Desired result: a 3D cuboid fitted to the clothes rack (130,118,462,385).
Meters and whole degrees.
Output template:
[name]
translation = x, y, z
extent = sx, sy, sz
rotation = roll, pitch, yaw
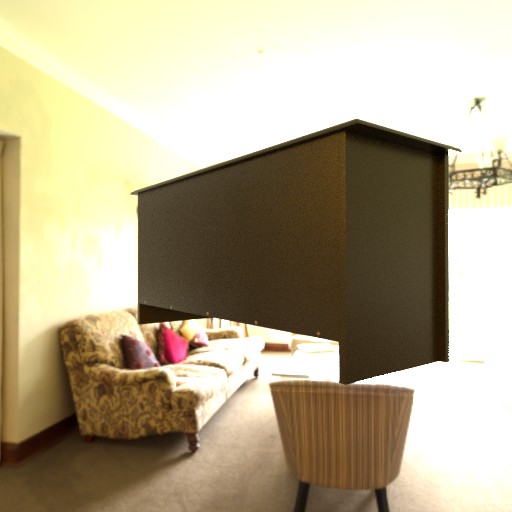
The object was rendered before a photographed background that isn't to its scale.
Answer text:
[clothes rack]
translation = 0.000, 0.000, 1.500
extent = 0.406, 0.556, 1.219
rotation = 0, -1, -37
